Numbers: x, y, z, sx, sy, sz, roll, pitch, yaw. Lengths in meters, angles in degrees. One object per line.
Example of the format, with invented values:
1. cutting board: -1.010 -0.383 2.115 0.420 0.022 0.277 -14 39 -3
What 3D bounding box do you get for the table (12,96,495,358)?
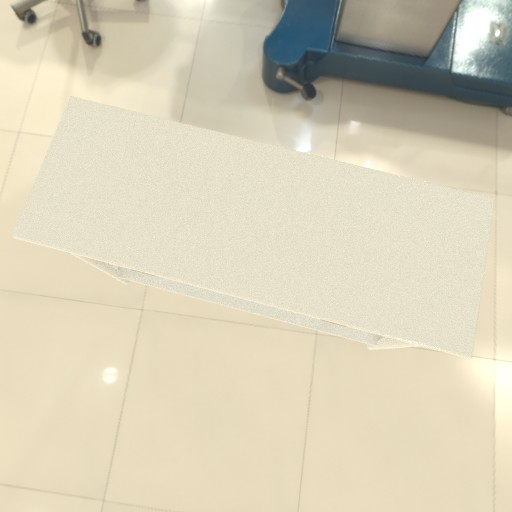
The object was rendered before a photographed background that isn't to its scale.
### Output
1. table: 0.000 0.000 1.394 1.067 0.749 0.381 14 76 4
